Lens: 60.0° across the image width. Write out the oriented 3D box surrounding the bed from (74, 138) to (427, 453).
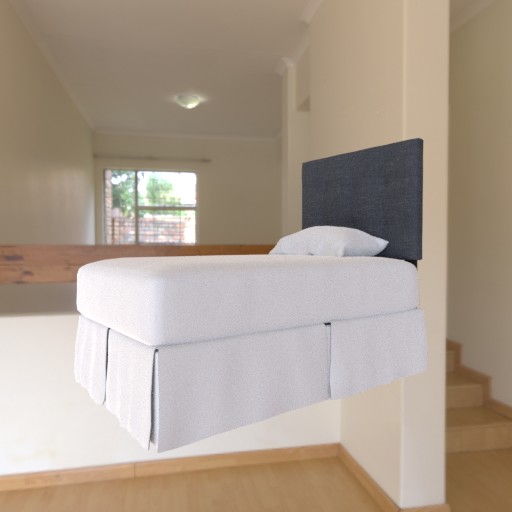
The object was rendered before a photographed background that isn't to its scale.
[{"bbox_3d":[0.000,0.000,2.855,1.997,1.571,1.261,-1,2,-36],"label":"bed"}]
